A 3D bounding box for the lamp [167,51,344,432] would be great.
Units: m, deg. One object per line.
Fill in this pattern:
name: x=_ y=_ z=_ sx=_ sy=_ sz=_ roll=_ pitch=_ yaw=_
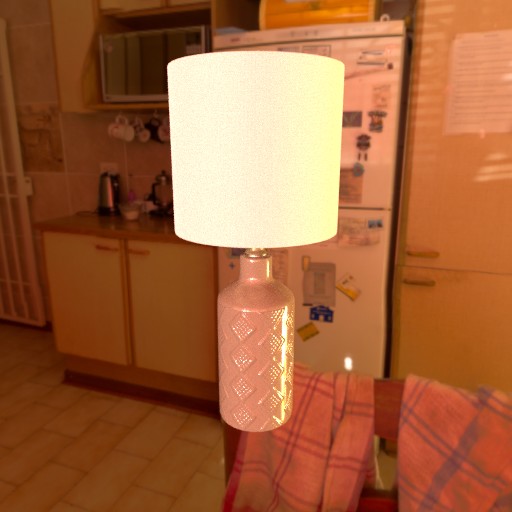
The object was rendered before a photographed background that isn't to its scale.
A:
lamp: x=0.000 y=0.000 z=0.584 sx=0.207 sy=0.461 sz=0.207 roll=-2 pitch=15 yaw=-9
